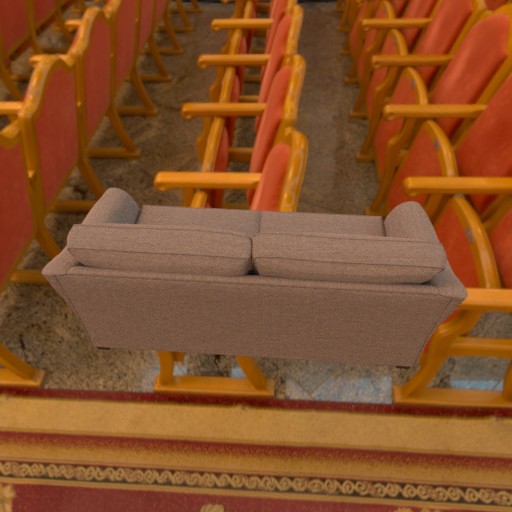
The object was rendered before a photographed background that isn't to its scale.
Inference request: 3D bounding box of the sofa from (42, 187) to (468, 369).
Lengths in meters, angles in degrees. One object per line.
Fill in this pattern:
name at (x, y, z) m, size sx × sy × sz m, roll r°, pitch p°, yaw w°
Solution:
sofa at (0.000, 0.000, 2.838) m, size 2.270 × 0.965 × 0.980 m, roll 3°, pitch 47°, yaw 3°
